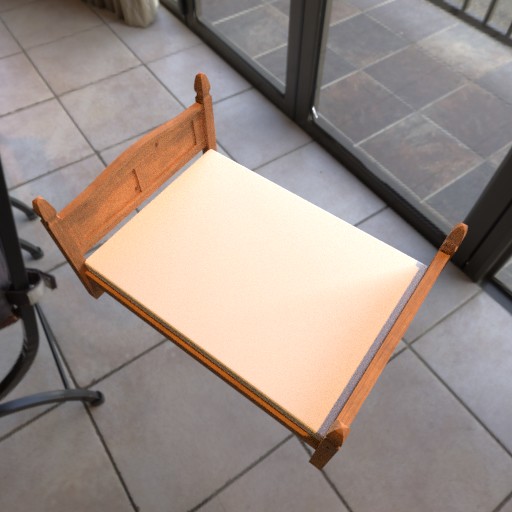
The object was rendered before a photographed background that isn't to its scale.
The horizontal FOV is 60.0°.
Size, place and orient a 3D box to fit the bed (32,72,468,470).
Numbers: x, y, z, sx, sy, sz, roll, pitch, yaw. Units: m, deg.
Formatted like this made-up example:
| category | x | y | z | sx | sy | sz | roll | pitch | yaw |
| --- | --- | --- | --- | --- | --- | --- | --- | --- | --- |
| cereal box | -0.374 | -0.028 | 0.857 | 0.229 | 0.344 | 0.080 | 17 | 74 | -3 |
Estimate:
| category | x | y | z | sx | sy | sz | roll | pitch | yaw |
| --- | --- | --- | --- | --- | --- | --- | --- | --- | --- |
| bed | 0.000 | 0.000 | 2.905 | 2.069 | 1.100 | 1.490 | 32 | 62 | 19 |
